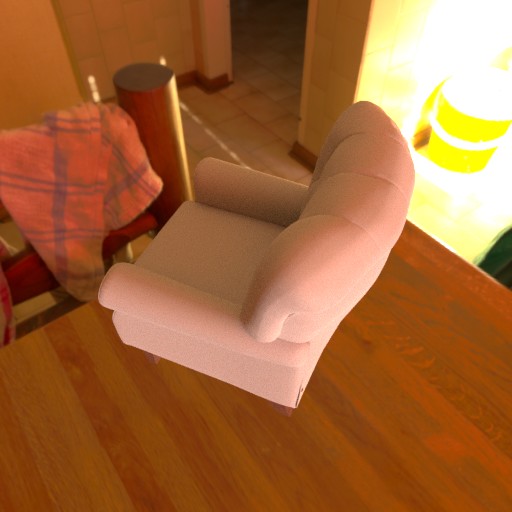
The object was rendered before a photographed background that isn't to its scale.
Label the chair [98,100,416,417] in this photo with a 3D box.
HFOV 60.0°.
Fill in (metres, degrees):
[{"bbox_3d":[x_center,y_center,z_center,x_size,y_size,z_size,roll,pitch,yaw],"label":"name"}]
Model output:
[{"bbox_3d":[0.000,0.000,2.014,1.128,1.217,1.090,17,50,15],"label":"chair"}]
